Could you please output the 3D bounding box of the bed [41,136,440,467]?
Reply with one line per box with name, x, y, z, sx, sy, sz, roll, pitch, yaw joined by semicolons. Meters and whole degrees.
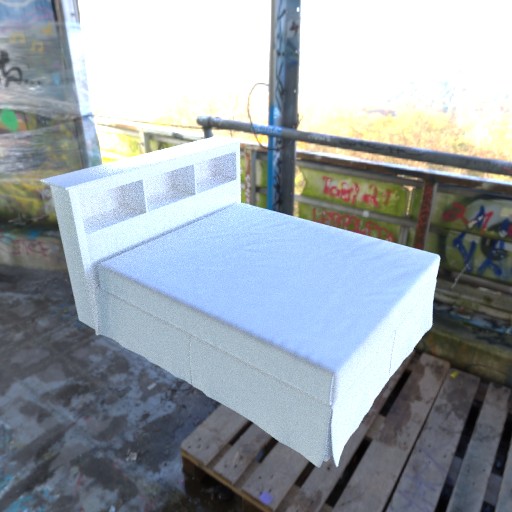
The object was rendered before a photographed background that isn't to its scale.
bed;0.000;0.000;3.046;2.133;1.092;1.671;19;32;33
